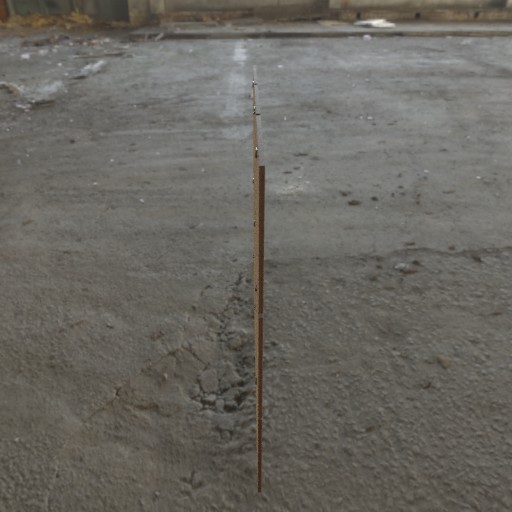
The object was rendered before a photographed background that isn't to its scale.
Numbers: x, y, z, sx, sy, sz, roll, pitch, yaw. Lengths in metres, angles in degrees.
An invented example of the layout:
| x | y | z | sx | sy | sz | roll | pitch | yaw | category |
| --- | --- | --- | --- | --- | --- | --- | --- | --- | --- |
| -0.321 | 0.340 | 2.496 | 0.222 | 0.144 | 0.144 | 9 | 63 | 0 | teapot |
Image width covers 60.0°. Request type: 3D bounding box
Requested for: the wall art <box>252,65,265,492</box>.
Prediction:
| x | y | z | sx | sy | sz | roll | pitch | yaw | category |
| --- | --- | --- | --- | --- | --- | --- | --- | --- | --- |
| 0.000 | 0.000 | 1.765 | 0.019 | 1.218 | 1.221 | 0 | 32 | -1 | wall art |
